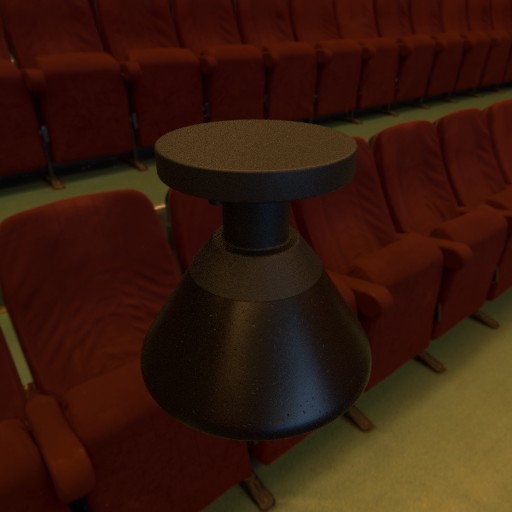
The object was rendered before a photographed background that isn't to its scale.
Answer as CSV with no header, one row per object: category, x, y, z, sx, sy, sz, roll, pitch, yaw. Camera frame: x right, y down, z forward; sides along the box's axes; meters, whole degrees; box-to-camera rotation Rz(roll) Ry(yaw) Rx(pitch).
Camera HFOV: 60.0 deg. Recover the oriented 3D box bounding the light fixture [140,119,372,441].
light fixture,0.000,0.000,0.351,0.200,0.183,0.200,0,29,0
